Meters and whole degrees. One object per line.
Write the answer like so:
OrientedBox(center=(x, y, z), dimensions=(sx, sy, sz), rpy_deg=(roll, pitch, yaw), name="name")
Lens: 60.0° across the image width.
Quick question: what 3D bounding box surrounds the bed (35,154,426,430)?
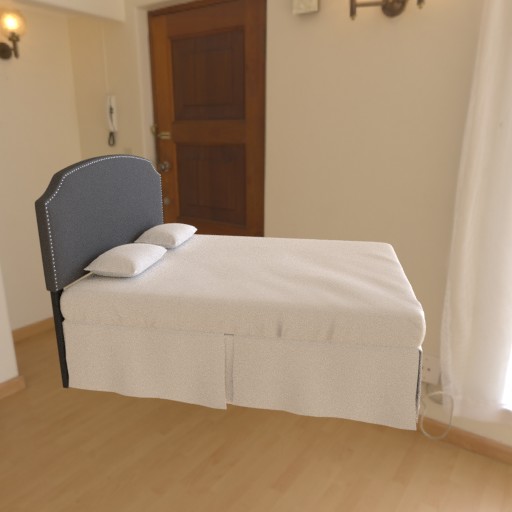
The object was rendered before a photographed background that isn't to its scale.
OrientedBox(center=(0.000, 0.000, 2.892), dimensions=(1.999, 1.270, 1.558), rpy_deg=(3, 16, 10), name="bed")
